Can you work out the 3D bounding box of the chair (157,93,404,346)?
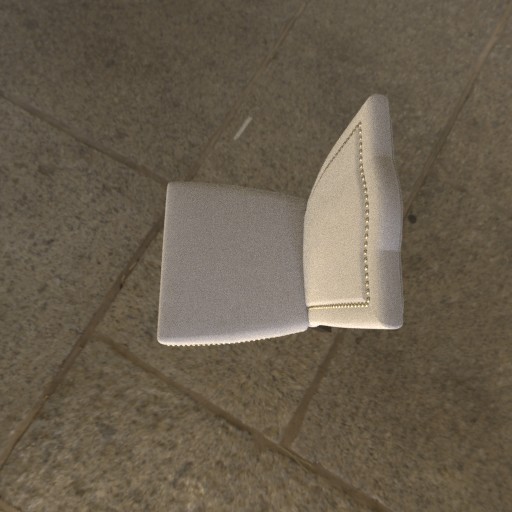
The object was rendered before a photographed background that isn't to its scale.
[{"bbox_3d":[0.000,0.000,1.311,0.589,0.946,0.518,1,76,0],"label":"chair"}]
